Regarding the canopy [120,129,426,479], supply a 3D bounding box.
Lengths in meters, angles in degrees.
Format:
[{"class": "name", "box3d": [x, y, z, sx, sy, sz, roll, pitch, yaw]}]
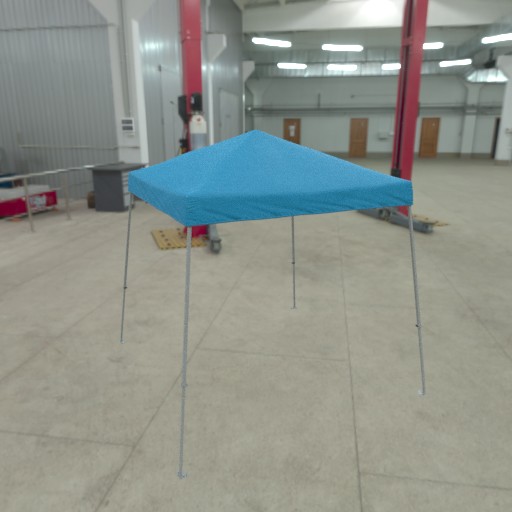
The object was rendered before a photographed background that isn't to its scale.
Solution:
[{"class": "canopy", "box3d": [0.000, 0.000, 6.562, 3.599, 3.600, 3.600, -8, 18, -25]}]
